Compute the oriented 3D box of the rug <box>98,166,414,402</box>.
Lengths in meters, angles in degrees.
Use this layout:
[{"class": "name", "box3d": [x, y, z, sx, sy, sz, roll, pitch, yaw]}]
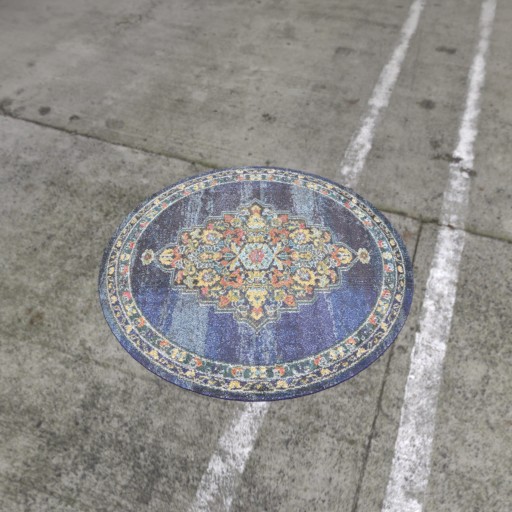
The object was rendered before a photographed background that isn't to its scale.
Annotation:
[{"class": "rug", "box3d": [0.000, 0.000, 2.301, 1.591, 0.010, 1.591, 0, 46, 0]}]
